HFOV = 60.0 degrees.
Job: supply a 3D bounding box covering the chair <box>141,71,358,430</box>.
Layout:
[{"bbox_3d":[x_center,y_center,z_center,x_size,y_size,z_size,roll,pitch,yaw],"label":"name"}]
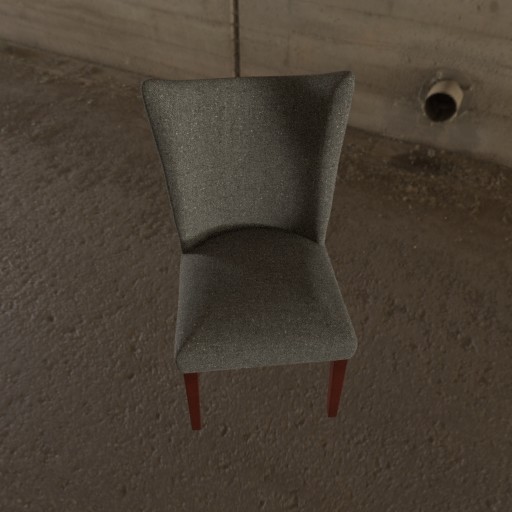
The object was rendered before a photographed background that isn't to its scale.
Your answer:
[{"bbox_3d":[0.000,0.000,1.307,0.535,0.924,0.623,-4,46,-4],"label":"chair"}]
